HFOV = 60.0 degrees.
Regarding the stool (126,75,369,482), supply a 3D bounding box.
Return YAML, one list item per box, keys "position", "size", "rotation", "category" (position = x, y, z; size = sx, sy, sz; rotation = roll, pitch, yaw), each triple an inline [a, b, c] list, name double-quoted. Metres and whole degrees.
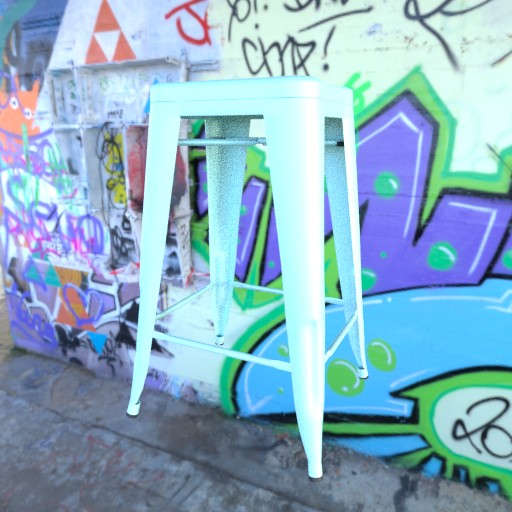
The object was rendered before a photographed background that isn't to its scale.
- position: [0.000, 0.000, 0.848]
  size: [0.399, 0.609, 0.359]
  rotation: [7, 18, 25]
  category: "stool"
